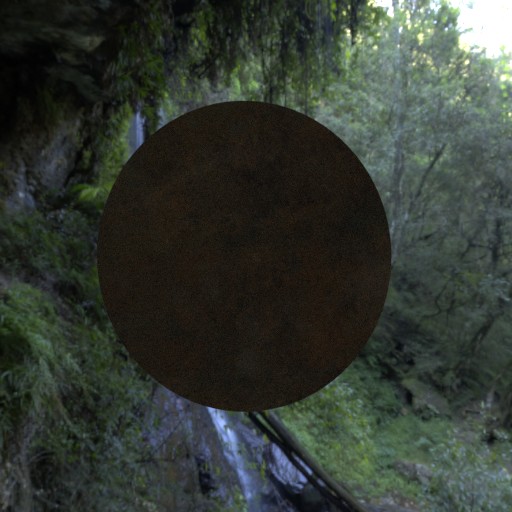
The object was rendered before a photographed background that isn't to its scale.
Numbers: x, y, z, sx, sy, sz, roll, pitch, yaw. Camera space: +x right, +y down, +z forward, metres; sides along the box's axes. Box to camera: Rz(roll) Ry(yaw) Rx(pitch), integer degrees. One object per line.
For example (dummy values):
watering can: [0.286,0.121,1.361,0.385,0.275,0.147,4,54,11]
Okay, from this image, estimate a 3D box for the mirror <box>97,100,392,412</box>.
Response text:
mirror: [0.000,0.000,0.867,0.585,0.585,0.061,0,0,-19]
